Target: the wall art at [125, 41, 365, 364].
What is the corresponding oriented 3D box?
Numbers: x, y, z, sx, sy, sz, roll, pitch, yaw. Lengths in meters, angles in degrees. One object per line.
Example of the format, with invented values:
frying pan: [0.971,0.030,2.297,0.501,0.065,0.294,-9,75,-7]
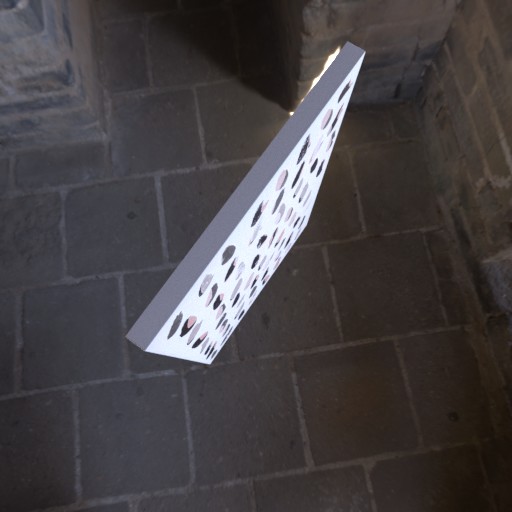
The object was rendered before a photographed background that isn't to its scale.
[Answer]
wall art: [0.000,0.000,0.755,0.025,0.608,0.405,34,78,8]
